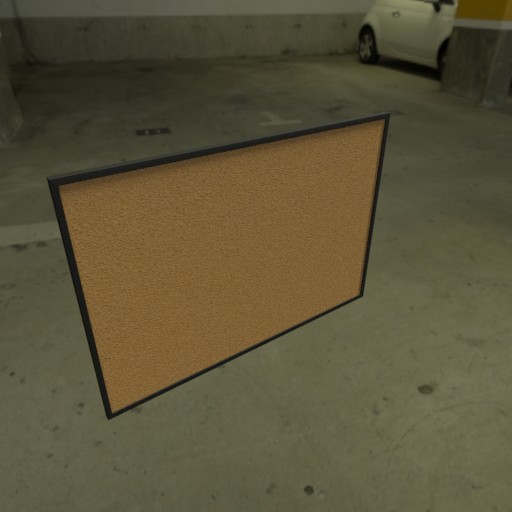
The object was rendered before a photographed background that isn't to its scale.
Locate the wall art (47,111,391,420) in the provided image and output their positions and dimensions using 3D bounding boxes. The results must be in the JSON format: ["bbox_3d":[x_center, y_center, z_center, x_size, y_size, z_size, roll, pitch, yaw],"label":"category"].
[{"bbox_3d":[0.000,0.000,0.857,0.664,0.458,0.013,-20,36,-30],"label":"wall art"}]
